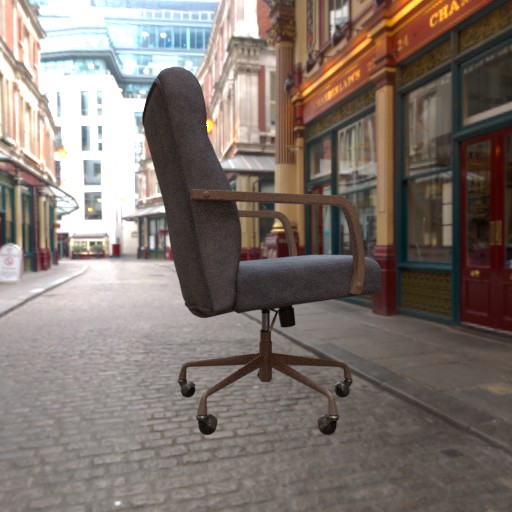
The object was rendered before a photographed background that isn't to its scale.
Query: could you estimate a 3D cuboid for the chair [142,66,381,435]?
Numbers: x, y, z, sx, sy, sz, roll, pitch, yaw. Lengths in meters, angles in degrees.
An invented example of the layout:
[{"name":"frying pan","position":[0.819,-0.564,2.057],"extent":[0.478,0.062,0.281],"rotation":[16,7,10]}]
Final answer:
[{"name":"chair","position":[0.000,0.000,1.505],"extent":[0.741,1.029,0.640],"rotation":[0,0,-18]}]
